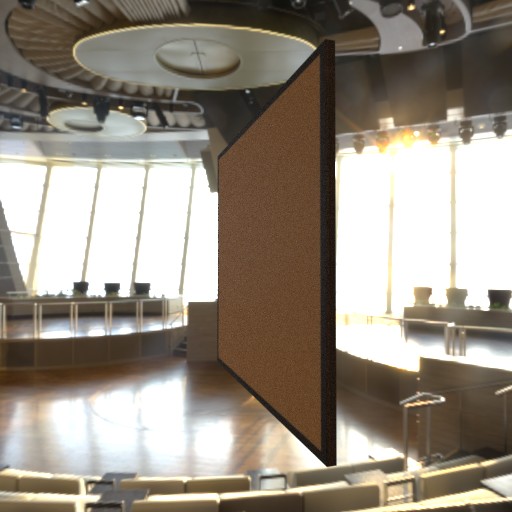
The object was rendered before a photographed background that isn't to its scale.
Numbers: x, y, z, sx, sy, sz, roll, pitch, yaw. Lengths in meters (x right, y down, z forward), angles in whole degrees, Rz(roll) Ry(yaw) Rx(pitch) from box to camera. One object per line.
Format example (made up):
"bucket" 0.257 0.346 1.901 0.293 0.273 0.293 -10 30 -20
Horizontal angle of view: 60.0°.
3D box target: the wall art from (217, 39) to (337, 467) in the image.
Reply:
"wall art" 0.000 0.000 1.402 0.023 0.875 1.033 0 -1 -17
